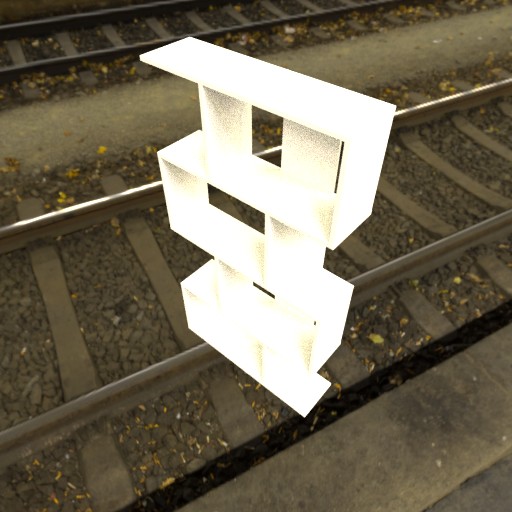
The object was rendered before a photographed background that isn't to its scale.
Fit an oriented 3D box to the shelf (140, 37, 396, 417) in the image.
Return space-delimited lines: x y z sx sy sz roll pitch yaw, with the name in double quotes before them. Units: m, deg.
"shelf" 0.000 0.000 2.041 0.890 1.650 0.250 31 53 27
